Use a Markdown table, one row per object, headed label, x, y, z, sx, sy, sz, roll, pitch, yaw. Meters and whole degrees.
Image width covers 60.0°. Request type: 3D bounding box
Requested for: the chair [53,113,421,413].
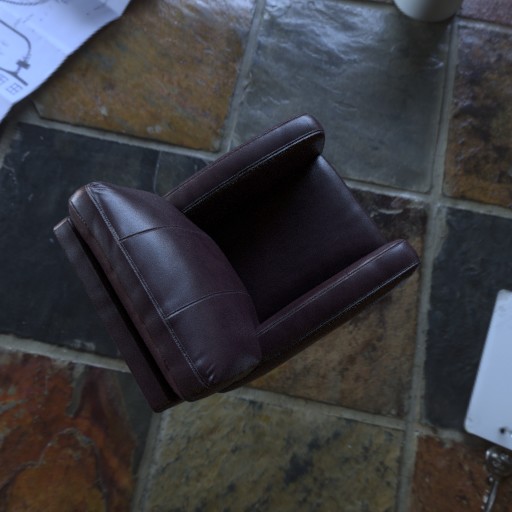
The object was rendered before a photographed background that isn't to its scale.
| label | x | y | z | sx | sy | sz | roll | pitch | yaw |
| --- | --- | --- | --- | --- | --- | --- | --- | --- | --- |
| chair | 0.000 | 0.000 | 1.637 | 0.990 | 0.990 | 0.762 | -32 | 78 | -7 |
